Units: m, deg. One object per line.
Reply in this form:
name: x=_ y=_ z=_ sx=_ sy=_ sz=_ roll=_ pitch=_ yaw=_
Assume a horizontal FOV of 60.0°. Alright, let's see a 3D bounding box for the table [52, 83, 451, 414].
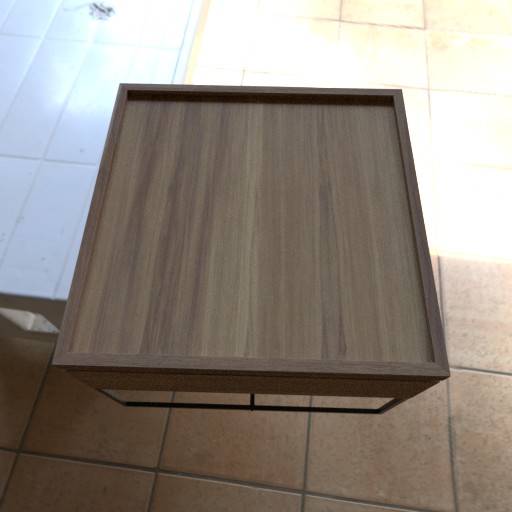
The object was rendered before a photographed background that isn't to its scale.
table: x=0.000 y=0.000 z=1.110 sx=0.676 sy=0.464 sz=0.679 roll=2 pitch=63 yaw=1
